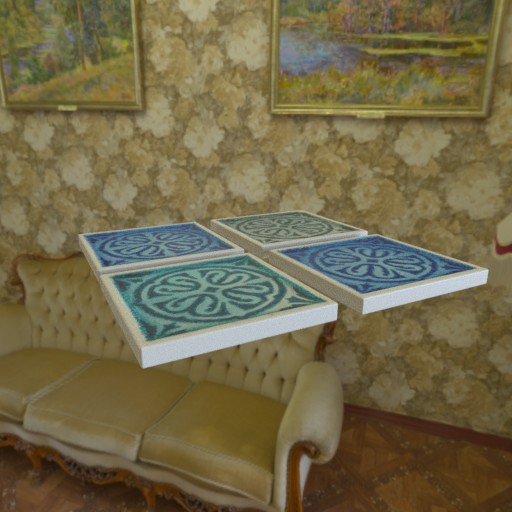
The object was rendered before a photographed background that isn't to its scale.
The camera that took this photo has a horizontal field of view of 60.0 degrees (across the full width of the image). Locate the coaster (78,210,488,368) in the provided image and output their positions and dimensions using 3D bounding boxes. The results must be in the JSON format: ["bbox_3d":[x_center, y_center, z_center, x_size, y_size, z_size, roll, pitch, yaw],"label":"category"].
[{"bbox_3d":[0.000,0.000,0.323,0.219,0.010,0.214,-9,19,-26],"label":"coaster"}]
